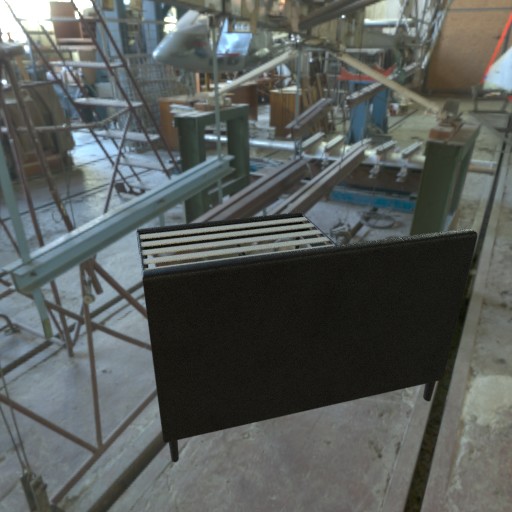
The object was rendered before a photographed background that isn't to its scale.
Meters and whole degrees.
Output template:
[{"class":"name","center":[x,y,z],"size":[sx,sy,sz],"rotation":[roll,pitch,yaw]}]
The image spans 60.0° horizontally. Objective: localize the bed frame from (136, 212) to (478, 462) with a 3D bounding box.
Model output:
[{"class":"bed frame","center":[0.000,0.000,3.239],"size":[1.634,1.127,2.318],"rotation":[-7,27,-15]}]
